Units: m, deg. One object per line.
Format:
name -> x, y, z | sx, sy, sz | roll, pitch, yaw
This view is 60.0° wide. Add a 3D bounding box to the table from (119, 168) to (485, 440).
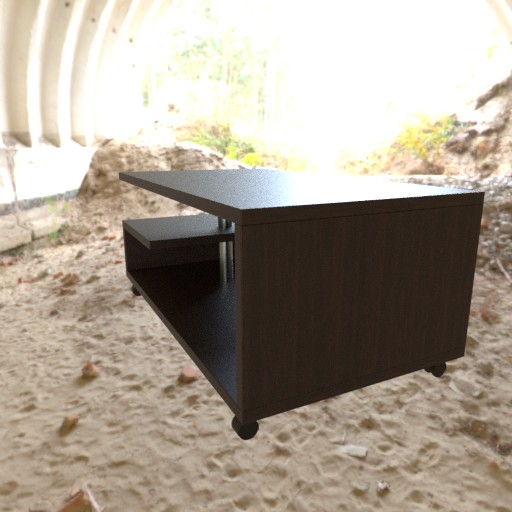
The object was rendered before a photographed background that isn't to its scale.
table -> 0.000, 0.000, 1.348 | 0.590, 0.460, 1.050 | -7, 16, -26
